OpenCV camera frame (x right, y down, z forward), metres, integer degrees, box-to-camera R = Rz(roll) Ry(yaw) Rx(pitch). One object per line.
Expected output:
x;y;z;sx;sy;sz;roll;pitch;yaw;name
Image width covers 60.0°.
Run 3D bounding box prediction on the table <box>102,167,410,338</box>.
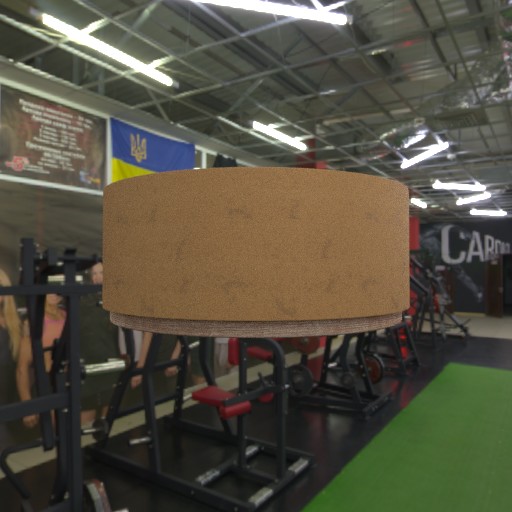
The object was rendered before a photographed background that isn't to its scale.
0.000;0.000;1.531;1.001;0.409;1.001;0;-1;0;table
